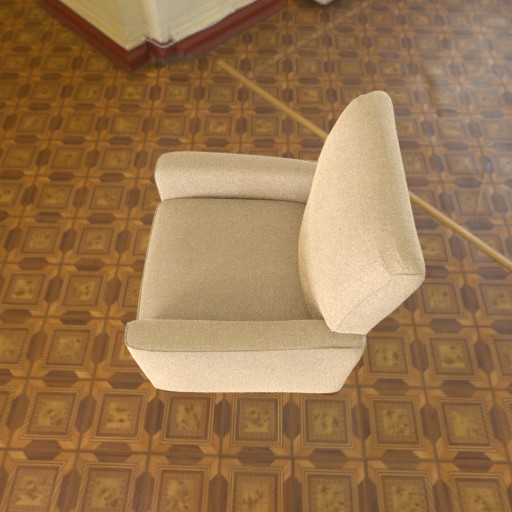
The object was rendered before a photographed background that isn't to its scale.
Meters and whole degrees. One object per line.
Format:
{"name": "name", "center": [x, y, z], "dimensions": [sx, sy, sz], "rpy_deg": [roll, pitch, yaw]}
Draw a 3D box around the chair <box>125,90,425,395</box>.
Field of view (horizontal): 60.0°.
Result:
{"name": "chair", "center": [0.000, 0.000, 1.646], "dimensions": [0.859, 1.023, 0.845], "rpy_deg": [1, 59, 1]}
